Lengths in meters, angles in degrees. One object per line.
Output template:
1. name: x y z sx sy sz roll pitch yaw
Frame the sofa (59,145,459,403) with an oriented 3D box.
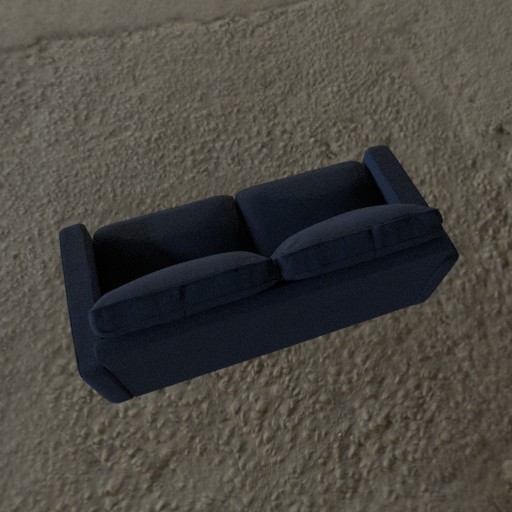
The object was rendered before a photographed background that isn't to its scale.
1. sofa: 0.000 0.000 2.575 2.080 0.919 0.940 -16 61 -9
